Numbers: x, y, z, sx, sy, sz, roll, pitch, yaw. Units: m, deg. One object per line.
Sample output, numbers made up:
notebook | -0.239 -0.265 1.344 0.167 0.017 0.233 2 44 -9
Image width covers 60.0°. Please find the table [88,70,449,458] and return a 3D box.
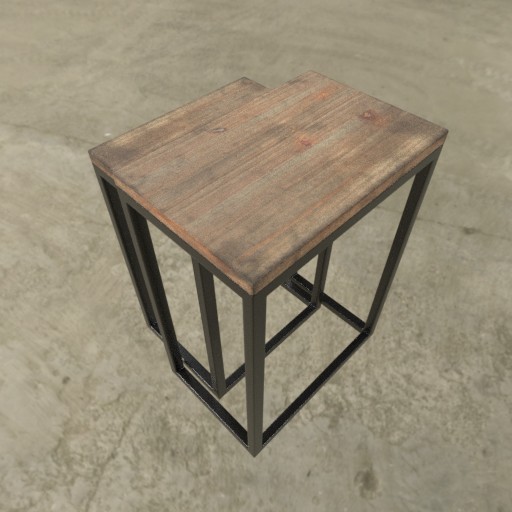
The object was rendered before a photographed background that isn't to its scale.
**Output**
table | 0.000 0.000 0.943 0.456 0.615 0.460 -35 57 -27
